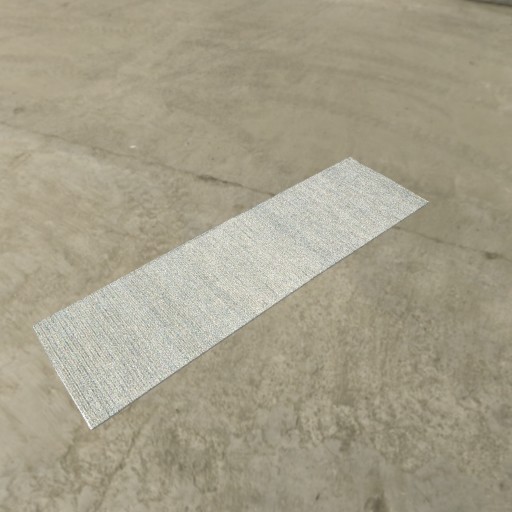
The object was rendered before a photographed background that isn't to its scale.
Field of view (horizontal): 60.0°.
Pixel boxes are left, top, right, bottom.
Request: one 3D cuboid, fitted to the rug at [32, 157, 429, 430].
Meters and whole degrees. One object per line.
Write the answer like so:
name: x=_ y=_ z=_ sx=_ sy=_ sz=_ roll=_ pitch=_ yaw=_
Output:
rug: x=0.000 y=0.000 z=2.530 sx=2.341 sy=0.037 sz=0.675 roll=-31 pitch=54 yaw=-26
